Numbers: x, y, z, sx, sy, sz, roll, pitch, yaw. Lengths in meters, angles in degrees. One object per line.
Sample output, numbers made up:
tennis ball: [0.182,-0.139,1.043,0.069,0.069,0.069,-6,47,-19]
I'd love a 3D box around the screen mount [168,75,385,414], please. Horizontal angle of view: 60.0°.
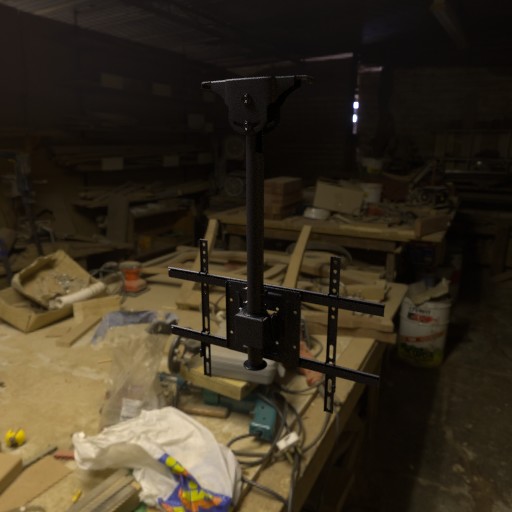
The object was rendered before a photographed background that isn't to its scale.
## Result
screen mount: [0.000,0.000,1.045,0.595,0.775,0.090,8,17,28]
